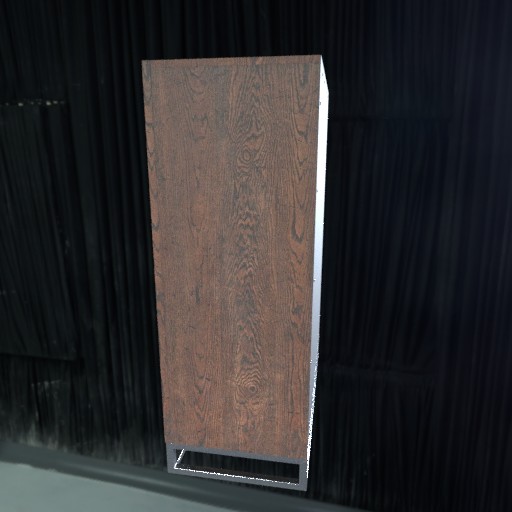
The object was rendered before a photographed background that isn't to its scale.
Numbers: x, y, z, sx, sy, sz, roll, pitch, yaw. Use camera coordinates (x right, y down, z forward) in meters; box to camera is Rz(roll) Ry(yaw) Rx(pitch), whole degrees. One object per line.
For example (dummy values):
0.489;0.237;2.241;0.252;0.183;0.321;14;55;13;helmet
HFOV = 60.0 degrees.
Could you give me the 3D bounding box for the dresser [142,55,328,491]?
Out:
0.000;0.000;1.784;0.508;1.321;0.965;3;15;10;dresser
